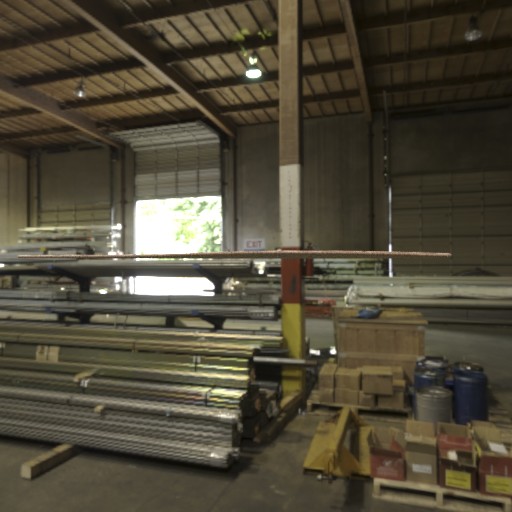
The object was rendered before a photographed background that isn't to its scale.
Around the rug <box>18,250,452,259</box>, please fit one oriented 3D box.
[{"bbox_3d":[0.000,0.000,4.062,3.052,0.043,2.453,0,-1,18],"label":"rug"}]
